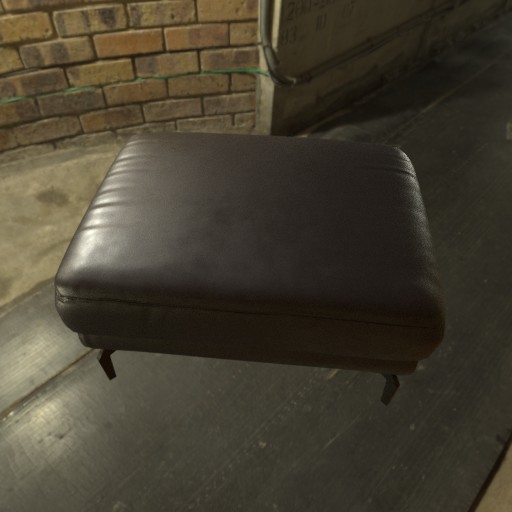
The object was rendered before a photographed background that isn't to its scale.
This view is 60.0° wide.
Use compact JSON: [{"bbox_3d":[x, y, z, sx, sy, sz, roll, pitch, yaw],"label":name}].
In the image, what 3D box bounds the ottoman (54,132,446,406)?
[{"bbox_3d":[0.000,0.000,1.086,0.764,0.402,0.570,4,47,4],"label":"ottoman"}]
